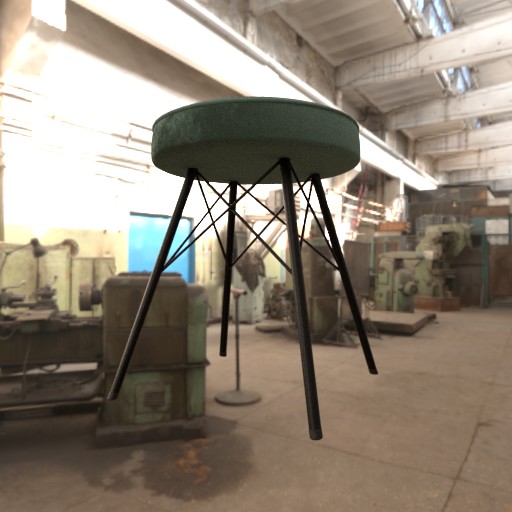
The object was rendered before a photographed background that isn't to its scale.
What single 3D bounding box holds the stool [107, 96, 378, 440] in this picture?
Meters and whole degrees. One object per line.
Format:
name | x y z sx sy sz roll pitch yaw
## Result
stool | 0.000 0.000 0.887 0.457 0.519 0.458 0 0 35
